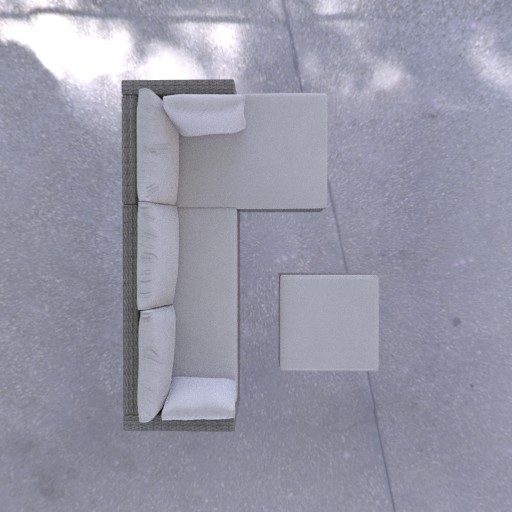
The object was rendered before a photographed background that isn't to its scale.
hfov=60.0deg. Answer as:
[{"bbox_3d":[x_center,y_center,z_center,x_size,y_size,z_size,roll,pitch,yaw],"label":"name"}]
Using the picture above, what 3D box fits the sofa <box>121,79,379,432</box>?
[{"bbox_3d":[0.000,0.000,2.986,1.662,0.766,2.192,0,91,1],"label":"sofa"}]
